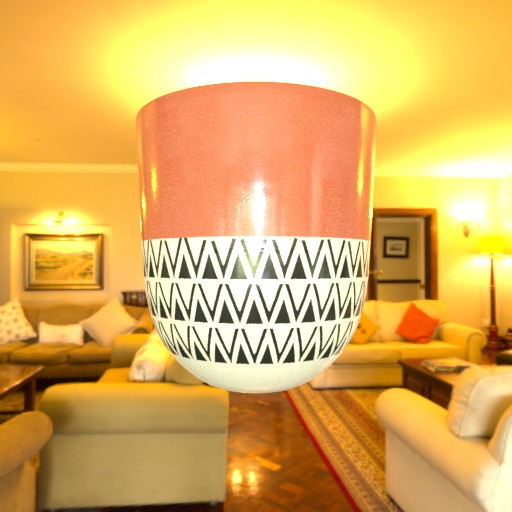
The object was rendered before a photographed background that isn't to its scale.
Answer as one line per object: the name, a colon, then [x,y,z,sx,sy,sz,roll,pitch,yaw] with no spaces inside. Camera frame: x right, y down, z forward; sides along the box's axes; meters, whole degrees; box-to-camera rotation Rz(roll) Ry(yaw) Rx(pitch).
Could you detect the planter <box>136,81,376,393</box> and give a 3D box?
planter: [0.000,0.000,0.370,0.195,0.214,0.195,0,-1,0]
